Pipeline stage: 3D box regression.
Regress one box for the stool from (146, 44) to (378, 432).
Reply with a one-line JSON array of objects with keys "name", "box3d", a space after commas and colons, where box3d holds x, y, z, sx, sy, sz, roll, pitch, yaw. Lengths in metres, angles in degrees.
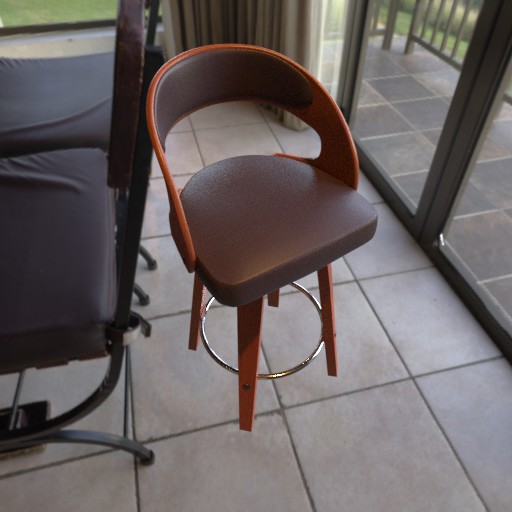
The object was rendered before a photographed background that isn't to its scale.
[{"name": "stool", "box3d": [0.000, 0.000, 1.184, 0.457, 0.940, 0.457, -25, 50, -23]}]
